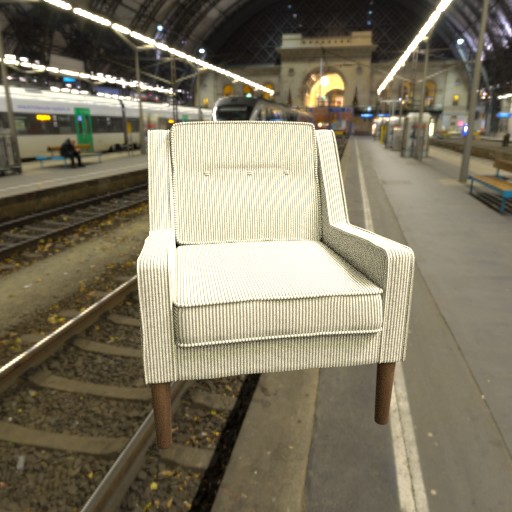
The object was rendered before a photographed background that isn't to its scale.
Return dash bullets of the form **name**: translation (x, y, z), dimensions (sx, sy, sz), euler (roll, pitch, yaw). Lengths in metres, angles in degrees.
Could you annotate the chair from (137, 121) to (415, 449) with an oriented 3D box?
- **chair**: translation (0.000, 0.000, 1.348), dimensions (0.663, 0.792, 0.743), euler (-3, 16, -9)
